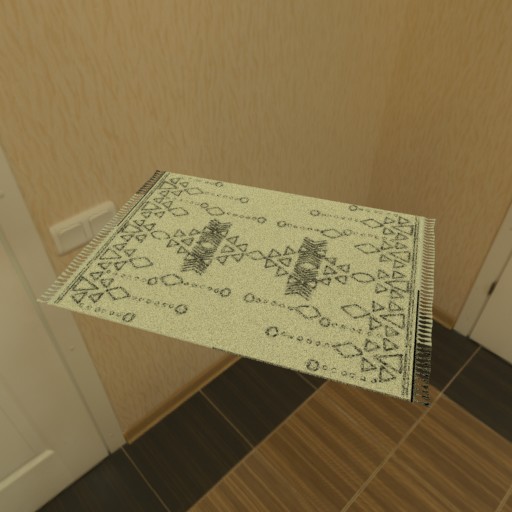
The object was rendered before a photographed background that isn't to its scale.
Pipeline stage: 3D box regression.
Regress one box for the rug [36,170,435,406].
[{"bbox_3d":[0.000,0.000,3.012,2.312,0.013,1.600,12,43,13],"label":"rug"}]
